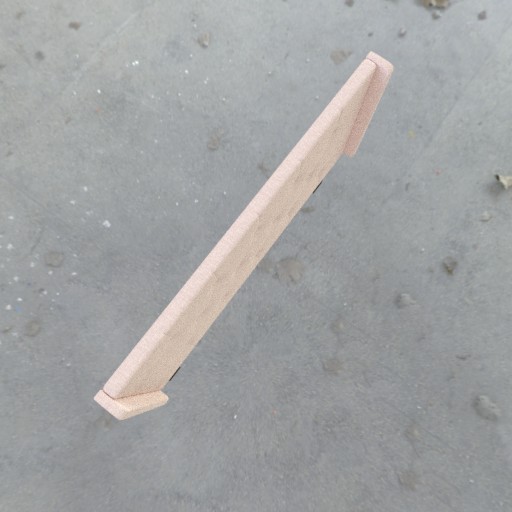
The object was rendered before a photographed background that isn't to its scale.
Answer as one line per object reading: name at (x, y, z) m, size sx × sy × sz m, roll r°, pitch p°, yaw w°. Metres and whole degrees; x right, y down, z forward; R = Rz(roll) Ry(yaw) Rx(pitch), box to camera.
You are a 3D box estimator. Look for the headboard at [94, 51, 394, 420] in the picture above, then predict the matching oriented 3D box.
headboard at (0.000, 0.000, 2.715) m, size 0.184 × 1.524 × 2.051 m, roll 36°, pitch 78°, yaw 9°
